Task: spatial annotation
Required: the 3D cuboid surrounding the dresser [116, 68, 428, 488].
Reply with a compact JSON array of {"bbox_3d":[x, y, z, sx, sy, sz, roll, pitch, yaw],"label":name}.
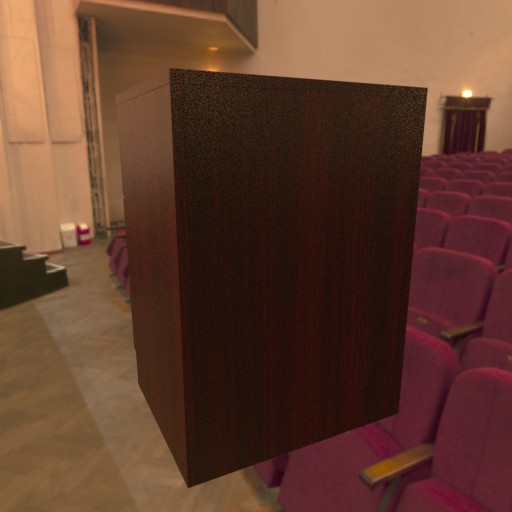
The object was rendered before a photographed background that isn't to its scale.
[{"bbox_3d":[0.000,0.000,0.806,0.400,0.560,0.360,-7,16,-26],"label":"dresser"}]
